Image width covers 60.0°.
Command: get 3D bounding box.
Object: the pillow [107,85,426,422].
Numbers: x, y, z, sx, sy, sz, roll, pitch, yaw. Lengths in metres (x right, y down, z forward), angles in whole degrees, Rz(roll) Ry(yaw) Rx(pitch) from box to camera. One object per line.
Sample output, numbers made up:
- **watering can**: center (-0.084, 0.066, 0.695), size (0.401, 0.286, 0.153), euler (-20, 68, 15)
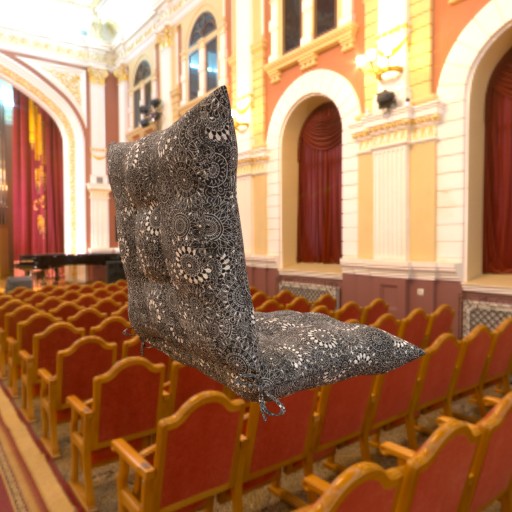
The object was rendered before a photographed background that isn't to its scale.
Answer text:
- **pillow**: center (0.000, 0.000, 1.008), size (0.585, 0.536, 0.541), euler (-1, 2, -37)
